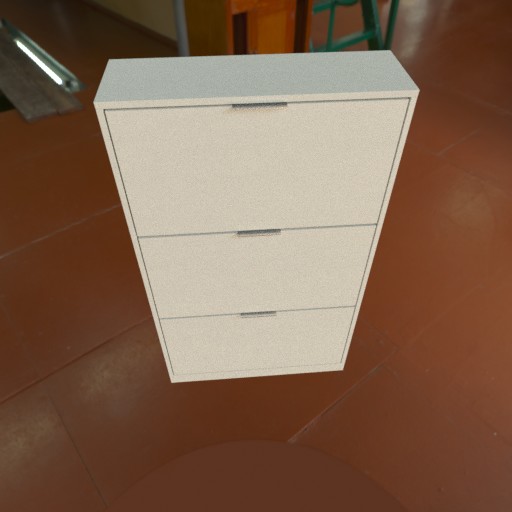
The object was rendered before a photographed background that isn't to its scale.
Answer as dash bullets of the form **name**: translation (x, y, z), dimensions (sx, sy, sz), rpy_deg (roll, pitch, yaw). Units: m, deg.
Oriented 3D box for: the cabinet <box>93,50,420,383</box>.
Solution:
- **cabinet**: translation (0.000, 0.000, 1.551), dimensions (0.750, 1.280, 0.250), rpy_deg (-3, 46, -3)
